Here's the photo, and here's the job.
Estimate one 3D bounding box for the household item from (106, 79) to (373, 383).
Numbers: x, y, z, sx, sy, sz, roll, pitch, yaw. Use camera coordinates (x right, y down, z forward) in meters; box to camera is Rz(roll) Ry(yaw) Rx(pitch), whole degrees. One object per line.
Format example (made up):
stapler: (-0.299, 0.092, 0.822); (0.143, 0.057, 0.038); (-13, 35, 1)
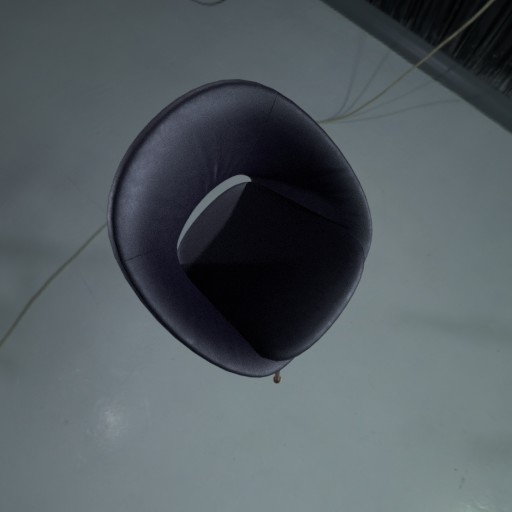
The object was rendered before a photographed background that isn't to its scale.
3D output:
household item: (0.000, 0.000, 1.270); (0.573, 0.852, 0.623); (37, 77, 10)
